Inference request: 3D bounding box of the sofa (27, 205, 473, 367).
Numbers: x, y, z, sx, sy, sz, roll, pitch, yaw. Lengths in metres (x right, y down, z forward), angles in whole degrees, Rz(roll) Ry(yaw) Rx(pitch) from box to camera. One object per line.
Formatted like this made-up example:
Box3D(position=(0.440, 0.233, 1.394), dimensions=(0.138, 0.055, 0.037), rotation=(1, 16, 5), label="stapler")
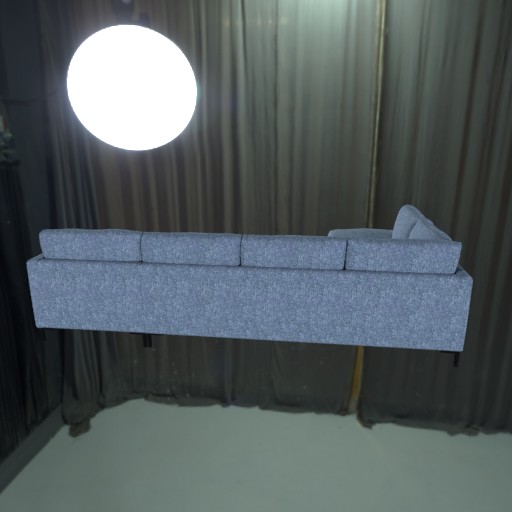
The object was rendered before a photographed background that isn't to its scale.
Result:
Box3D(position=(0.000, 0.000, 3.555), dimensions=(2.737, 0.756, 1.879), rotation=(2, 16, 7), label="sofa")
